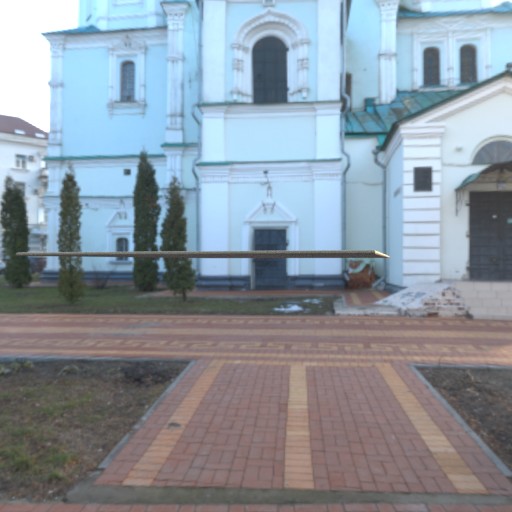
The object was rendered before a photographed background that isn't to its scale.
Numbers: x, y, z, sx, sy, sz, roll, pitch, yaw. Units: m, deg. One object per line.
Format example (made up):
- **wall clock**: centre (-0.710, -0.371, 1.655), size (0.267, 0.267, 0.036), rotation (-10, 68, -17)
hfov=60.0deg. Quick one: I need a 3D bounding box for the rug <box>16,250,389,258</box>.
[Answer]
- **rug**: centre (0.000, 0.000, 2.722), size (1.526, 0.015, 2.132), rotation (0, -1, 18)
